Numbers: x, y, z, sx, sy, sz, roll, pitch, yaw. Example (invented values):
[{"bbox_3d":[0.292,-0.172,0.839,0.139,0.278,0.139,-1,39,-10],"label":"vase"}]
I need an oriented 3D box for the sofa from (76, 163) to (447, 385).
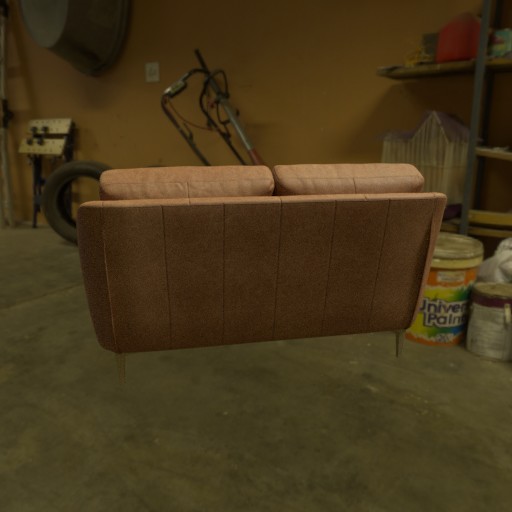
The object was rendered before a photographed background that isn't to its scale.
[{"bbox_3d":[0.000,0.000,2.162,1.619,0.902,0.960,-3,15,-11],"label":"sofa"}]
